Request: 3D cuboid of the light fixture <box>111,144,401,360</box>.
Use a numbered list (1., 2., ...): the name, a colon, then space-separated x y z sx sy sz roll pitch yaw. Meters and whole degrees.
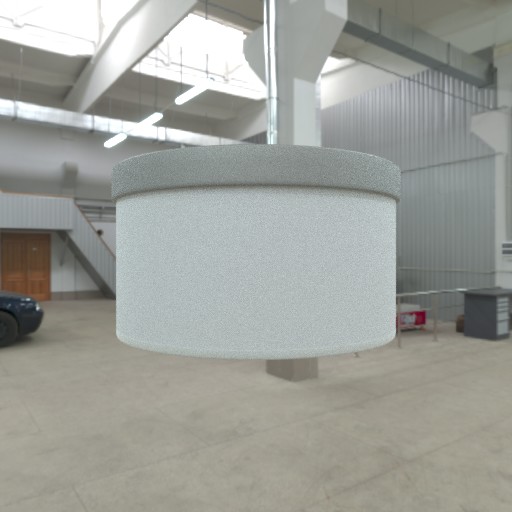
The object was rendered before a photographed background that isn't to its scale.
1. light fixture: 0.000 0.000 0.635 0.393 0.229 0.393 0 0 0
